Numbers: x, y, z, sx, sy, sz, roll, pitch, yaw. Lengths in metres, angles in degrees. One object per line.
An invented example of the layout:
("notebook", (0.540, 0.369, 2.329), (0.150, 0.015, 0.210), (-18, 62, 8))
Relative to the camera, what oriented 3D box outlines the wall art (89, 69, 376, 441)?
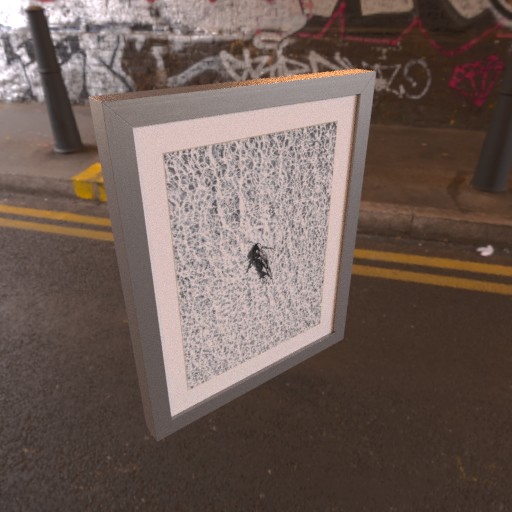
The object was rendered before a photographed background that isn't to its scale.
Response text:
("wall art", (0.000, 0.000, 0.513), (0.308, 0.379, 0.030), (-20, 35, -31))
